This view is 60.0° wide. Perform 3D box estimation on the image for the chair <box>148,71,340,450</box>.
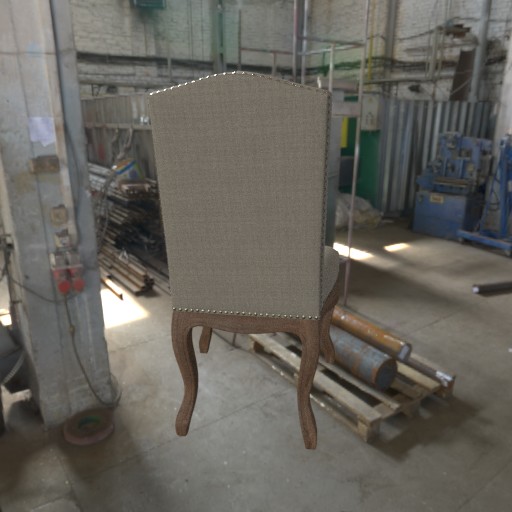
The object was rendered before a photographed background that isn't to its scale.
[{"bbox_3d":[0.000,0.000,1.614,0.637,1.191,0.731,3,18,8],"label":"chair"}]
